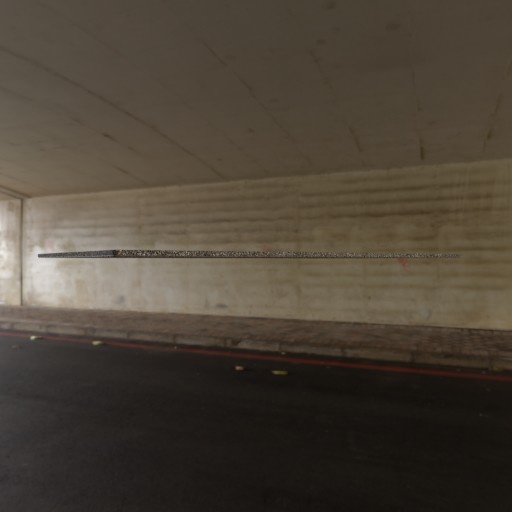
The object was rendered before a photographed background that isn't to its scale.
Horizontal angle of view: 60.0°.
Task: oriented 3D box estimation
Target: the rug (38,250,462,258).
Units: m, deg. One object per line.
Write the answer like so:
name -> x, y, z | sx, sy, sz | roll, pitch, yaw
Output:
rug -> 0.000, 0.000, 2.895 | 2.350, 0.025, 1.502 | 0, -1, -36
